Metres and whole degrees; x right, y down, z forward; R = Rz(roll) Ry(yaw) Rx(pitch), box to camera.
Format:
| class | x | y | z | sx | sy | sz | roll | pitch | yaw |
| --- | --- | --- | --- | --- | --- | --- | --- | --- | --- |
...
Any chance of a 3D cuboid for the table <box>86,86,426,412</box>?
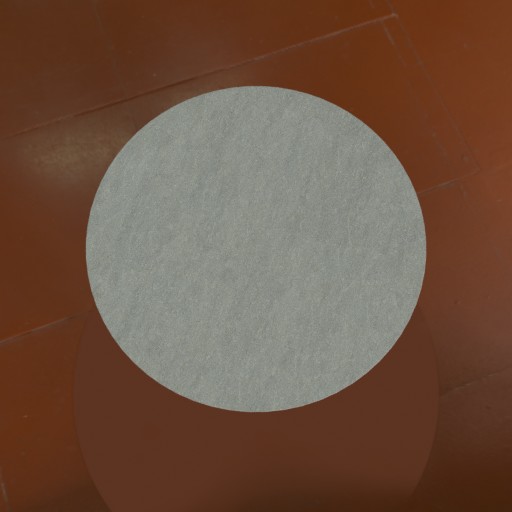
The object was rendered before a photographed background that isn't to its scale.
| class | x | y | z | sx | sy | sz | roll | pitch | yaw |
| --- | --- | --- | --- | --- | --- | --- | --- | --- | --- |
| table | 0.000 | 0.000 | 1.390 | 0.889 | 0.470 | 0.889 | 0 | 75 | 0 |
